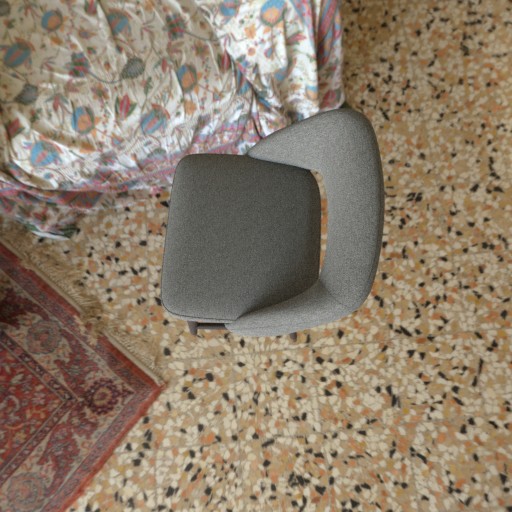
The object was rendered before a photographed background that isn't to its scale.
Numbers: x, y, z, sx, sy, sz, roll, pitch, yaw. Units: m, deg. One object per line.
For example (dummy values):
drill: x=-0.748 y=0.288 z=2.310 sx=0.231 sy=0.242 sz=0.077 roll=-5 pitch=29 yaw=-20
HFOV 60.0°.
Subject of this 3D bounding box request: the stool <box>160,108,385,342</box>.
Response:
stool: x=0.000 y=0.000 z=1.404 sx=0.524 sy=1.089 sz=0.536 roll=4 pitch=76 yaw=1
